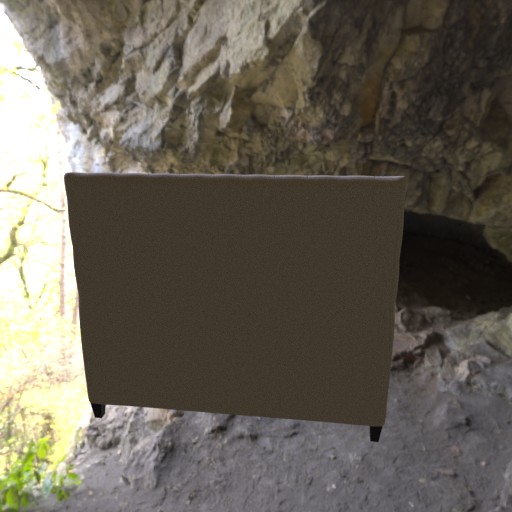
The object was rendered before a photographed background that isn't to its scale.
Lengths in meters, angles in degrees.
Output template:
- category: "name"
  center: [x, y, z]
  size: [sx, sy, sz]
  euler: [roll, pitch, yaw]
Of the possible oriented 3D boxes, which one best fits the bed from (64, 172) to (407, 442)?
- category: "bed"
  center: [0.000, 0.000, 3.352]
  size: [1.696, 1.426, 2.233]
  euler: [2, 16, 7]
